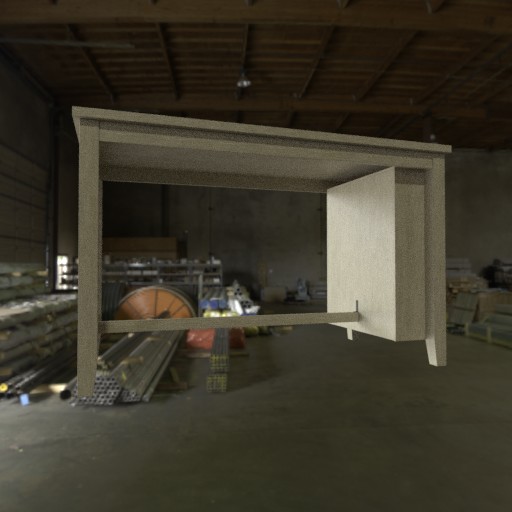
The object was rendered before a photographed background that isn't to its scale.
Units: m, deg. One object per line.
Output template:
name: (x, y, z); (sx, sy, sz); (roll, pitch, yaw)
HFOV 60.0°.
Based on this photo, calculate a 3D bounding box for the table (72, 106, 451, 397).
table: (0.000, 0.000, 1.882); (1.397, 0.874, 0.729); (0, -1, -18)
